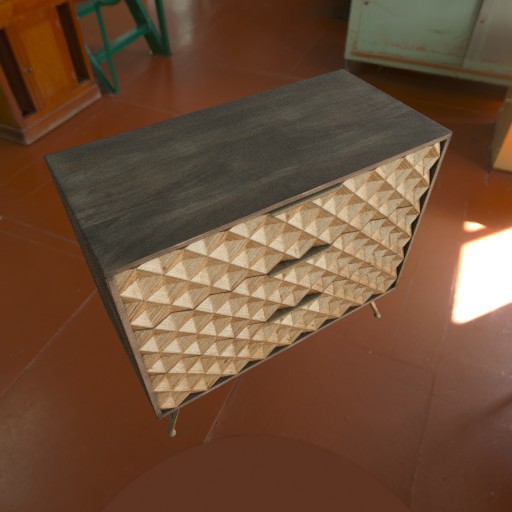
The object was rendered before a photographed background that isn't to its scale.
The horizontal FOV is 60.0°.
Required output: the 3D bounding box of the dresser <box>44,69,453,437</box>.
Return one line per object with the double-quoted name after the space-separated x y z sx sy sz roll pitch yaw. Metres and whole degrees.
0.000 0.000 1.390 0.923 0.801 0.453 -24 51 -21 "dresser"
